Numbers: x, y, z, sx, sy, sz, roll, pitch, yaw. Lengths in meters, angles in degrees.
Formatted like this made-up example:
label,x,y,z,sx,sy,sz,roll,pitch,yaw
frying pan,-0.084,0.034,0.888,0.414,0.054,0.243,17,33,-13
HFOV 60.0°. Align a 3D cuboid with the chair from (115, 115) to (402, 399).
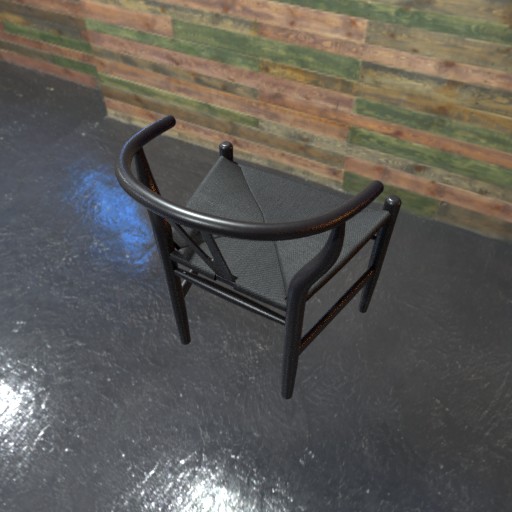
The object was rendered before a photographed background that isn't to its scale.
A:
label,x,y,z,sx,sy,sz,roll,pitch,yaw
chair,0.000,0.000,1.176,0.569,0.730,0.579,23,50,21
